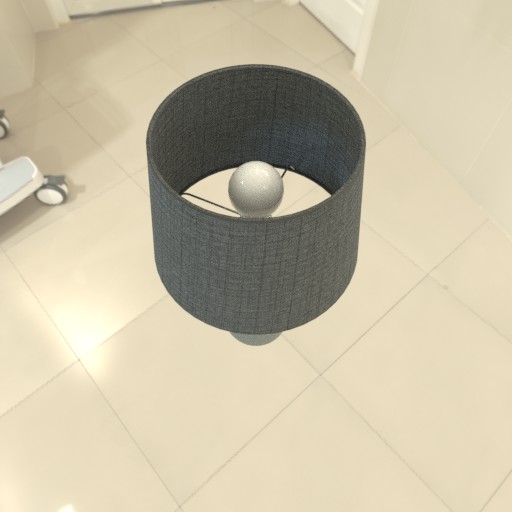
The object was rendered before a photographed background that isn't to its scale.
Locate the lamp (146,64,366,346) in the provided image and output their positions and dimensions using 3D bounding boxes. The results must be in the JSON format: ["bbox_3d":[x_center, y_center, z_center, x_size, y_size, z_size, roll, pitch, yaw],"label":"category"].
[{"bbox_3d":[0.000,0.000,0.585,0.251,0.429,0.251,0,59,0],"label":"lamp"}]
